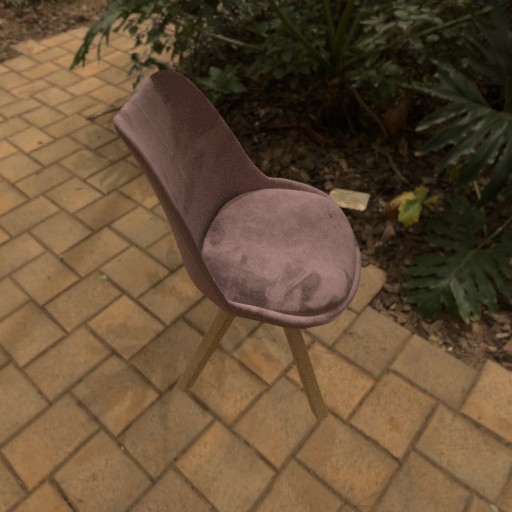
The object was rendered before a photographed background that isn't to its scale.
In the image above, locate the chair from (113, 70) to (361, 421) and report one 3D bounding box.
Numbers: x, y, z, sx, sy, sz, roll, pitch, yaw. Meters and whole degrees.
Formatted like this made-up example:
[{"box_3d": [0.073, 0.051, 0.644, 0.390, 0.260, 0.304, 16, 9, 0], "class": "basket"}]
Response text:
[{"box_3d": [0.000, 0.000, 1.177, 0.550, 0.850, 0.485, 9, 48, 8], "class": "chair"}]
